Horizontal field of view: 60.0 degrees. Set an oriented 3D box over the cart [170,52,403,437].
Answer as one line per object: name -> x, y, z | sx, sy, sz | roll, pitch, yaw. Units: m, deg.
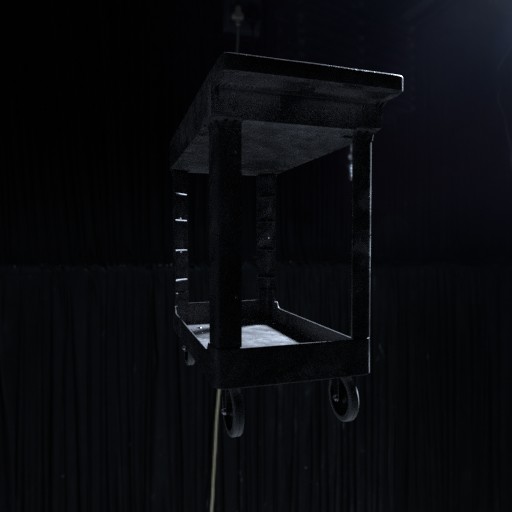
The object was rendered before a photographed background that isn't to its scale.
cart -> 0.000, 0.000, 1.344 | 0.420, 0.824, 0.877 | -1, 2, -18
